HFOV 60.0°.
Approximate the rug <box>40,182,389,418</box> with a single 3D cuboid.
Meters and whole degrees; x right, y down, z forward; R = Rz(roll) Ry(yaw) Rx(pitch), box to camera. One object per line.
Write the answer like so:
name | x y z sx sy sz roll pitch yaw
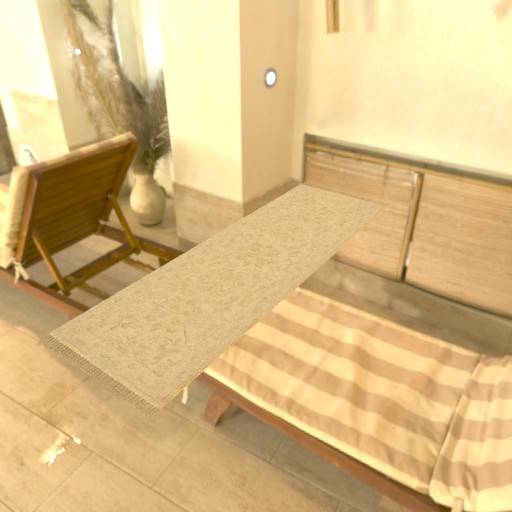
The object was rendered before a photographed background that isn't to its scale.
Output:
rug | 0.000 0.000 2.867 0.795 0.015 2.544 21 37 30
